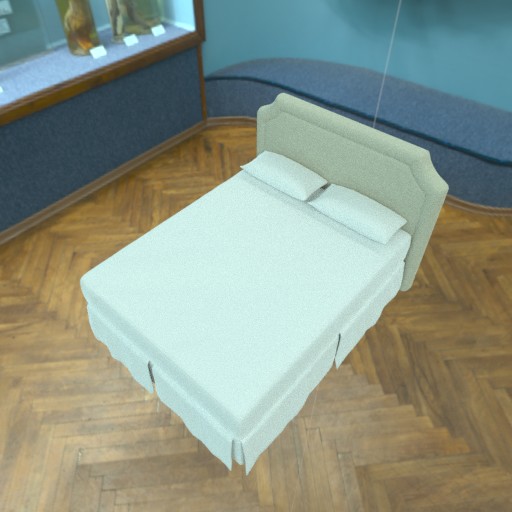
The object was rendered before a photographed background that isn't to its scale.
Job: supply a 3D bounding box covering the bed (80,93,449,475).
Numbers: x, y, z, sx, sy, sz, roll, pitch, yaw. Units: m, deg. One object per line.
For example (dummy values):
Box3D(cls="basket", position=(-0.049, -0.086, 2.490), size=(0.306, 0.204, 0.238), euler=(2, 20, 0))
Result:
Box3D(cls="bed", position=(0.000, 0.000, 3.179), size=(1.693, 1.290, 2.116), euler=(33, 55, 27))
